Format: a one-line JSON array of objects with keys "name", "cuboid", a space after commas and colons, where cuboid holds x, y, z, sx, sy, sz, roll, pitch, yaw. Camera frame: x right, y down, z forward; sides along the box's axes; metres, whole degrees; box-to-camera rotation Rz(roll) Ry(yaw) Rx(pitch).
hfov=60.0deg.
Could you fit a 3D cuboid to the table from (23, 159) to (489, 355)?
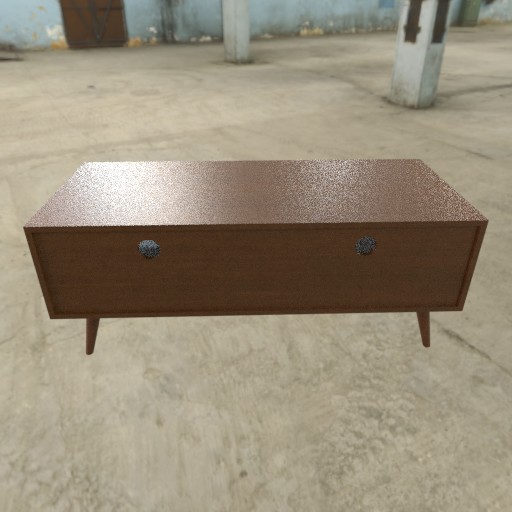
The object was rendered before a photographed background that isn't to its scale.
[{"name": "table", "cuboid": [0.000, 0.000, 1.392, 1.119, 0.464, 0.490, -1, 30, -2]}]
